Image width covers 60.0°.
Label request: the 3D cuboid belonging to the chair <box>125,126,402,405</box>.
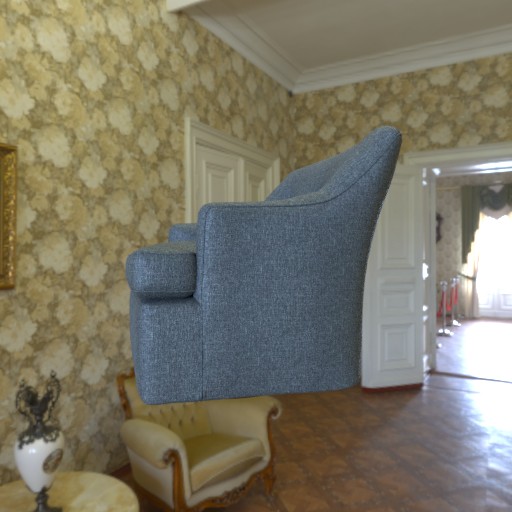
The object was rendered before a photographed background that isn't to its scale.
[{"bbox_3d":[0.000,0.000,1.647,0.923,0.856,0.864,0,-1,-17],"label":"chair"}]
